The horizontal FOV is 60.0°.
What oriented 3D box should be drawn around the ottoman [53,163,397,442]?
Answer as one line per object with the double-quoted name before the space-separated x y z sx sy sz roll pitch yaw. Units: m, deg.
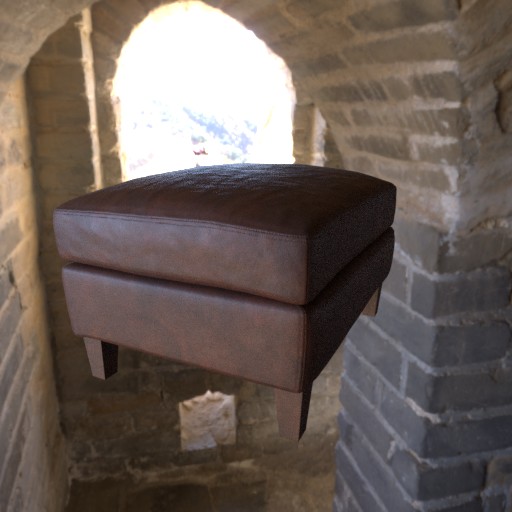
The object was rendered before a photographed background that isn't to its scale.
"ottoman" 0.000 0.000 1.286 0.659 0.527 0.887 8 17 26
